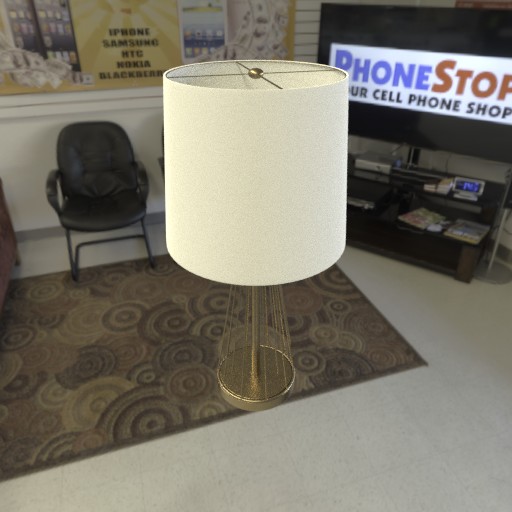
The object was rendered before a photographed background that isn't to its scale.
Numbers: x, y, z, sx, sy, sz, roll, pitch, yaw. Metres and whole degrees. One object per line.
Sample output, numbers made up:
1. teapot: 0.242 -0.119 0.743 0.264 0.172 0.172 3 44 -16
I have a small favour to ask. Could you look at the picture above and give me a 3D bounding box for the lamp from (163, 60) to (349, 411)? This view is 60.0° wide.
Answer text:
1. lamp: 0.000 0.000 0.783 0.303 0.618 0.303 0 31 0
